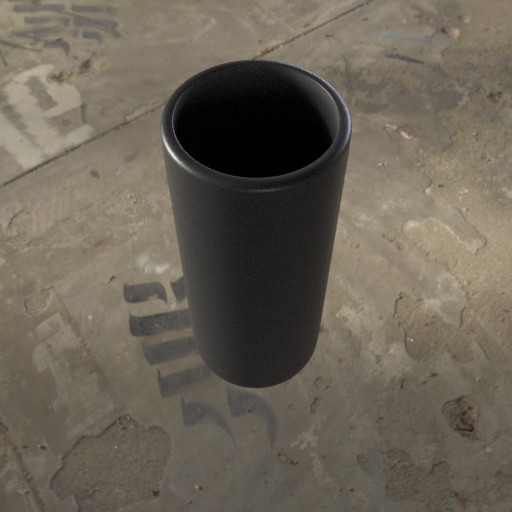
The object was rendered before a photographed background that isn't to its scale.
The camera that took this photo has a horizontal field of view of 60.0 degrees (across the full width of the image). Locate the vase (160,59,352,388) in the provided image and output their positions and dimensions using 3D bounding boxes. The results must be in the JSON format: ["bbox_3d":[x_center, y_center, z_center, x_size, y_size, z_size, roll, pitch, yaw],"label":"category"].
[{"bbox_3d":[0.000,0.000,0.365,0.136,0.289,0.136,-16,59,-10],"label":"vase"}]
